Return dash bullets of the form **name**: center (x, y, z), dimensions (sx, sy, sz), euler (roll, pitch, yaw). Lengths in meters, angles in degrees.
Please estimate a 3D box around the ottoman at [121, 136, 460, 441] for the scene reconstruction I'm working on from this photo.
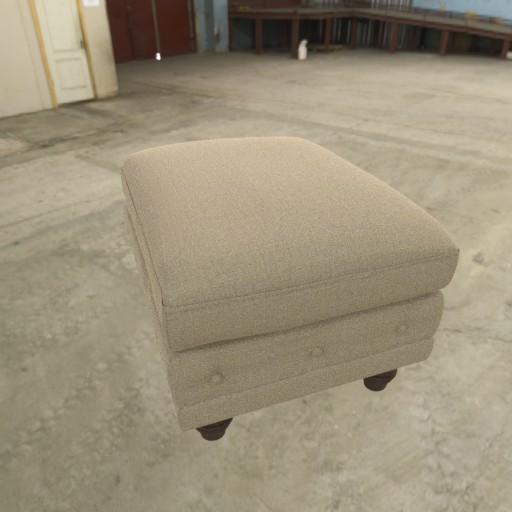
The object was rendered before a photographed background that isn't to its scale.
- **ottoman**: center (0.000, 0.000, 1.037), dimensions (0.541, 0.463, 0.684), euler (-10, 32, -17)
